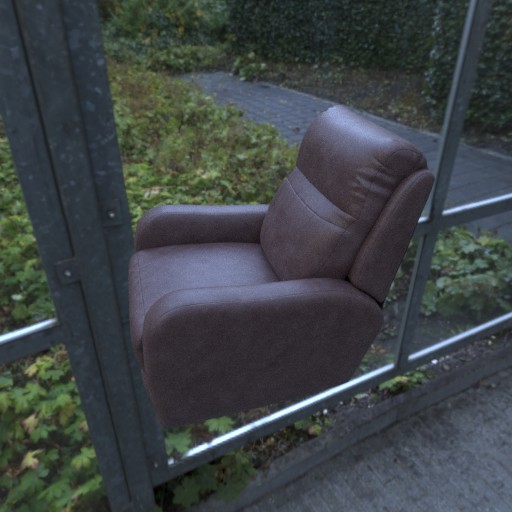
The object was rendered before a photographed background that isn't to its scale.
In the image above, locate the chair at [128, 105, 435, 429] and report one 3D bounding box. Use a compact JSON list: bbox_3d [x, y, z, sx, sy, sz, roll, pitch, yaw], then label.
[{"bbox_3d":[0.000,0.000,1.846,1.067,1.067,0.865,-8,32,-13],"label":"chair"}]
